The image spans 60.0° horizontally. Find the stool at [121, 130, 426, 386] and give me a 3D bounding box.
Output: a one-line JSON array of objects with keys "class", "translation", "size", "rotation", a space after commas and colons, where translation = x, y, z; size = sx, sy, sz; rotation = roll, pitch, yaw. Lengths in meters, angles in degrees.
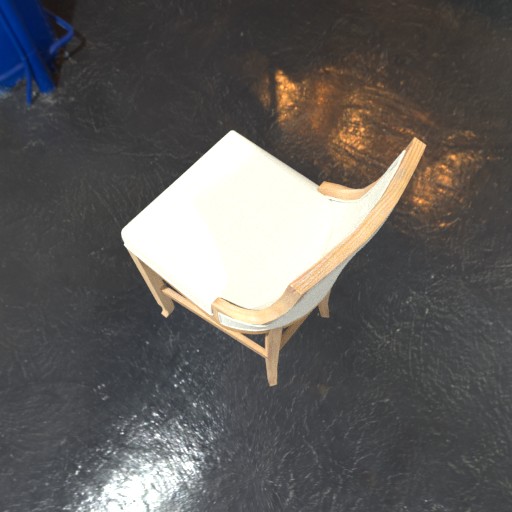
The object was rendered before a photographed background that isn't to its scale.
[{"class": "stool", "translation": [0.000, 0.000, 1.421], "size": [0.626, 1.101, 0.524], "rotation": [36, 69, 16]}]
